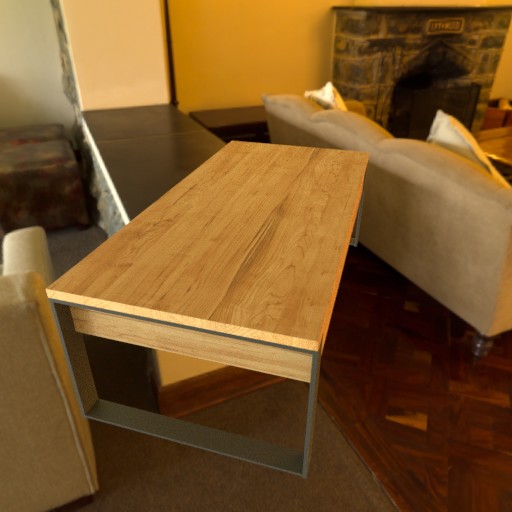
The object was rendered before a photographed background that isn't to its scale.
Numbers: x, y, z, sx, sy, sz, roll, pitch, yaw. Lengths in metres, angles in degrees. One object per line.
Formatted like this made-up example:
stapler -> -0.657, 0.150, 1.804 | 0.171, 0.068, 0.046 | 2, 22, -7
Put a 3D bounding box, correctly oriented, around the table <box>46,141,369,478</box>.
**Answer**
table -> 0.000, 0.000, 1.452 | 0.590, 0.400, 1.180 | 9, 31, 14
